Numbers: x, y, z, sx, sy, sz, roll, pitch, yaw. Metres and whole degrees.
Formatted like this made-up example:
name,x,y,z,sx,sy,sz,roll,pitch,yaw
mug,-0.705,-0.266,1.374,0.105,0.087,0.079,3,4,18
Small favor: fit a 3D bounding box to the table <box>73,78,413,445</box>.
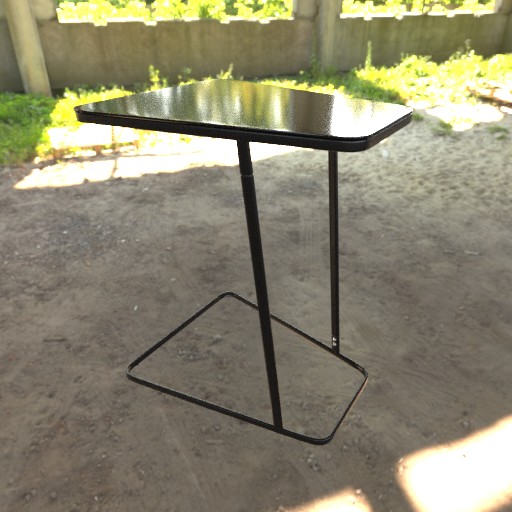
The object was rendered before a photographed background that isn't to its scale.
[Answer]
name,x,y,z,sx,sy,sz,roll,pitch,yaw
table,0.000,0.000,0.941,0.500,0.624,0.427,18,34,29
